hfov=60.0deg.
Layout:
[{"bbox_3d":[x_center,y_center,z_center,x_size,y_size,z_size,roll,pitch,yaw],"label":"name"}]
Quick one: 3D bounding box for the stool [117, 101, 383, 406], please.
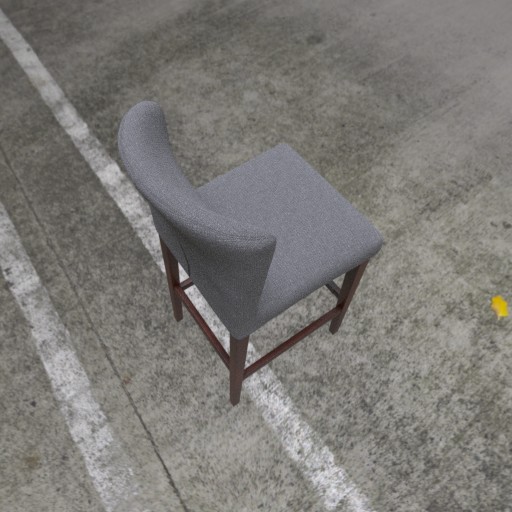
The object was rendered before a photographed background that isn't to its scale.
[{"bbox_3d":[0.000,0.000,1.368,0.568,1.069,0.486,-31,63,-18],"label":"stool"}]
